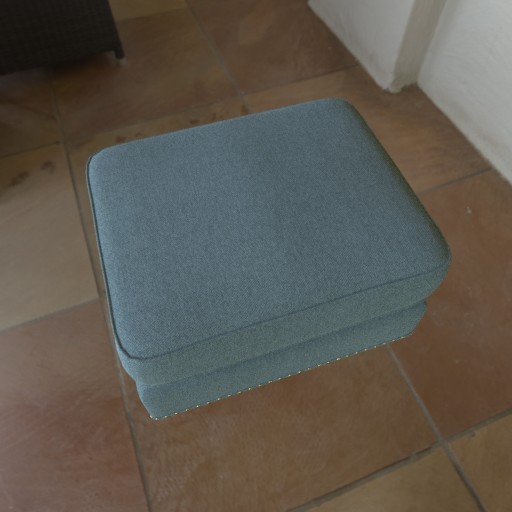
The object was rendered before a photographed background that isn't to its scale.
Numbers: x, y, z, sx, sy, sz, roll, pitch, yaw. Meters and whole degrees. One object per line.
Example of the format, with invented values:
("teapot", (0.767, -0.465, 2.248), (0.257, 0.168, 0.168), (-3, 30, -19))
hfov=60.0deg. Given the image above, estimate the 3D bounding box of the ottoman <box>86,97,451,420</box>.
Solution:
("ottoman", (0.000, 0.000, 1.167), (0.738, 0.537, 0.589), (-16, 59, -10))
